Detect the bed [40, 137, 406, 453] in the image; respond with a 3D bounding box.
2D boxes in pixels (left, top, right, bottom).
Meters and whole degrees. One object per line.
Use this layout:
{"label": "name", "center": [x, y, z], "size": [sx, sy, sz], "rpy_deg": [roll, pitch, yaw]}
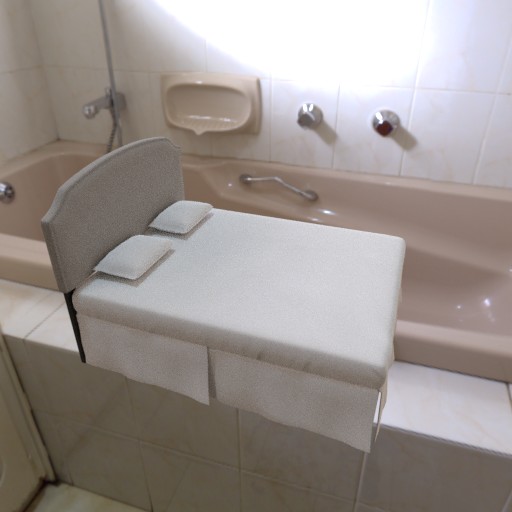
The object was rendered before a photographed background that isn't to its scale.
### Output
{"label": "bed", "center": [0.000, 0.000, 2.992], "size": [1.999, 1.270, 1.558], "rpy_deg": [10, 32, 17]}
